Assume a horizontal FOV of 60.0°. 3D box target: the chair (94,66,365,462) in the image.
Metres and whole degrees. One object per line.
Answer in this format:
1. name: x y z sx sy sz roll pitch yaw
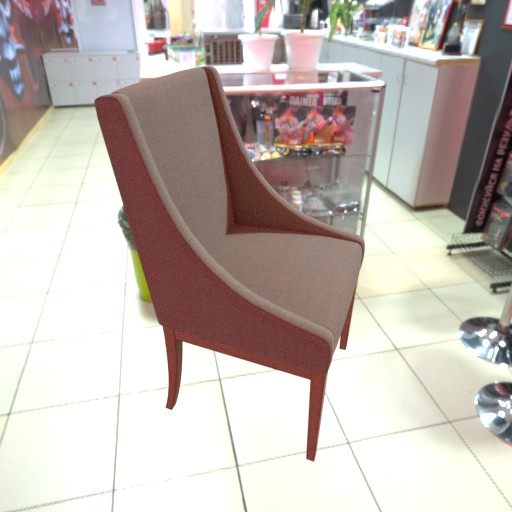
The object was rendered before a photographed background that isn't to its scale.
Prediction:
1. chair: 0.000 0.000 1.384 0.611 1.021 0.575 11 32 17
